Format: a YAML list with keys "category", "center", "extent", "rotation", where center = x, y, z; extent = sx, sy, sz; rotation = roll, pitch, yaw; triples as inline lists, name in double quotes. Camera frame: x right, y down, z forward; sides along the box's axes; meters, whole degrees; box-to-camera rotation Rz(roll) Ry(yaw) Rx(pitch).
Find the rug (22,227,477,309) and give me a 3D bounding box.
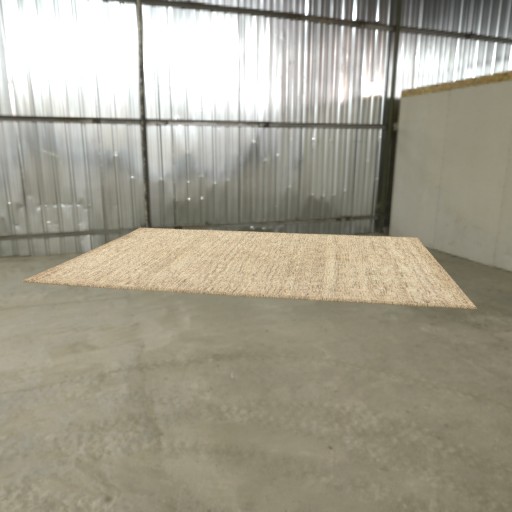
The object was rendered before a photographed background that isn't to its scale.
- category: "rug"
  center: [0.000, 0.000, 2.322]
  extent: [1.822, 0.018, 1.211]
  rotation: [2, 15, 9]
